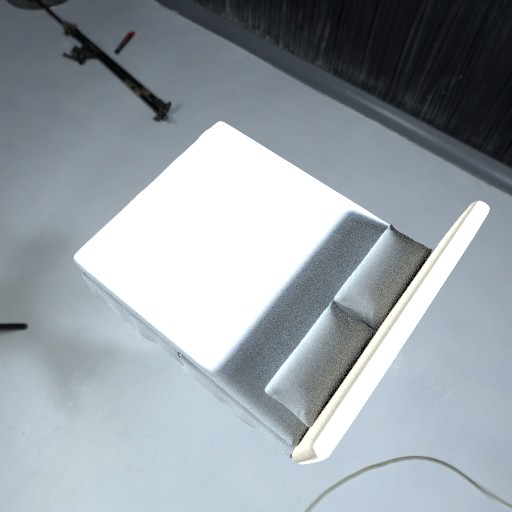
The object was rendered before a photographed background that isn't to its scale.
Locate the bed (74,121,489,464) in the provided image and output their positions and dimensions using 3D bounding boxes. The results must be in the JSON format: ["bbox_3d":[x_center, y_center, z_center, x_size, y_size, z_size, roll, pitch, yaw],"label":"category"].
[{"bbox_3d":[0.000,0.000,3.098,2.142,1.330,1.748,35,69,16],"label":"bed"}]
